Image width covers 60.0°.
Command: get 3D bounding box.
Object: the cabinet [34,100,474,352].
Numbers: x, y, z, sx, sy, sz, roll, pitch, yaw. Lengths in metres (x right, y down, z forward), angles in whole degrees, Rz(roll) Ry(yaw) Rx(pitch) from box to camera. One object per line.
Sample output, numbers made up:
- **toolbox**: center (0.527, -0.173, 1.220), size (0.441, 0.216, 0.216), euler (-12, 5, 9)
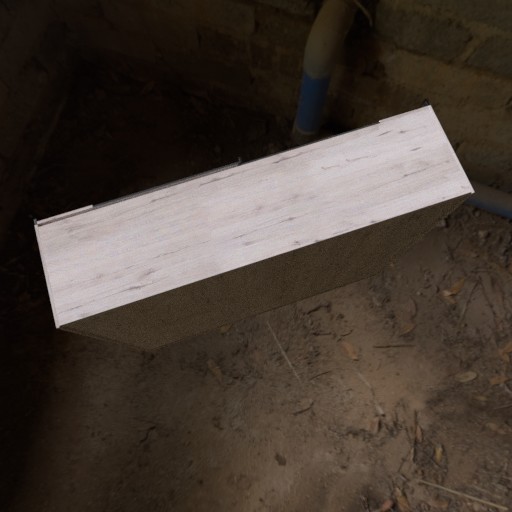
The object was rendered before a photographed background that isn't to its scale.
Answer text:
- **cabinet**: center (0.000, 0.000, 3.639), size (2.500, 2.180, 0.660), euler (-18, 75, -5)
